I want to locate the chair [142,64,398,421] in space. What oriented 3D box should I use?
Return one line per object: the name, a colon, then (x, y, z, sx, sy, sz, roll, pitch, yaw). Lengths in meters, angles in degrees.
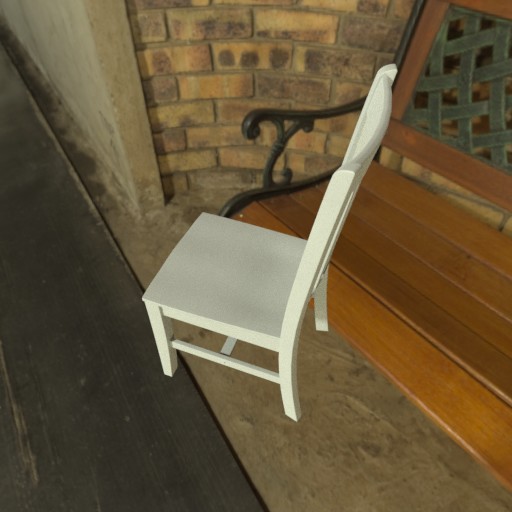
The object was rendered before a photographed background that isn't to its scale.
chair: (0.000, 0.000, 1.274, 0.555, 0.998, 0.450, 15, 48, 14)
